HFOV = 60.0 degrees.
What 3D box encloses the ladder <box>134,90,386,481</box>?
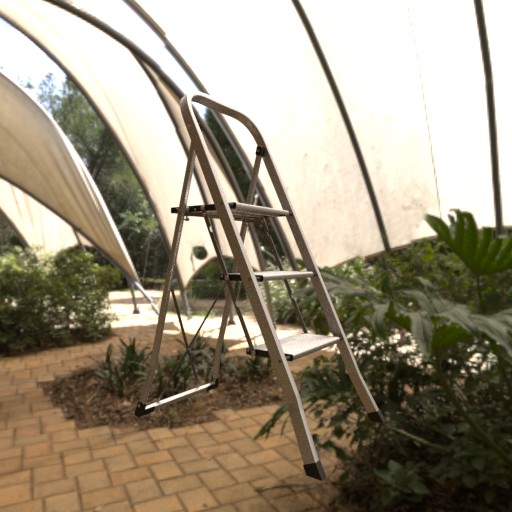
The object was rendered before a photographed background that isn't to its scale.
[{"bbox_3d":[0.000,0.000,1.444,0.704,1.070,0.465,0,0,35],"label":"ladder"}]
